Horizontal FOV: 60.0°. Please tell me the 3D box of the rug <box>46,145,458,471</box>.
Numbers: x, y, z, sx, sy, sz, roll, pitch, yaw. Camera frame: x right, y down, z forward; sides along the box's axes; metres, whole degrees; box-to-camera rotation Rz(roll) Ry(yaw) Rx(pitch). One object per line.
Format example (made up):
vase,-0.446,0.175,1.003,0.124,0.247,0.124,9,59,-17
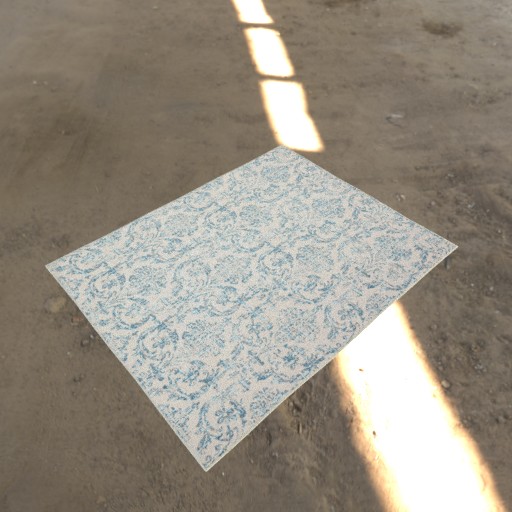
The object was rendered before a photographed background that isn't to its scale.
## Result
rug,0.000,0.000,4.073,2.980,0.012,2.363,-33,54,-28
